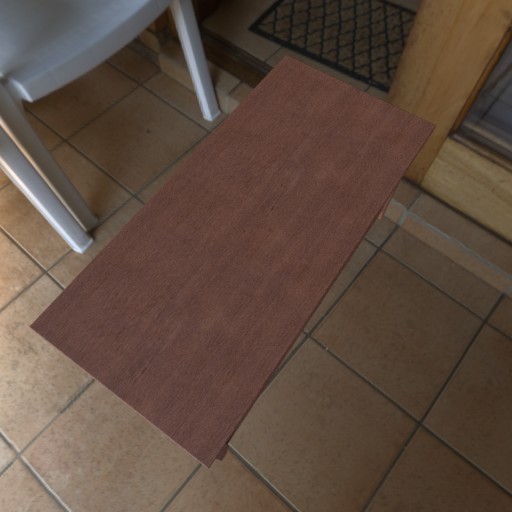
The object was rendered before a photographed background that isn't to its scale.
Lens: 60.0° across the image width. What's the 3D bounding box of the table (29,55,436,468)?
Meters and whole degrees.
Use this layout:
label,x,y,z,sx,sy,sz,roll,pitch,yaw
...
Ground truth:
label,x,y,z,sx,sy,sz,roll,pitch,yaw
table,0.000,0.000,1.278,0.483,0.457,1.016,32,68,14
